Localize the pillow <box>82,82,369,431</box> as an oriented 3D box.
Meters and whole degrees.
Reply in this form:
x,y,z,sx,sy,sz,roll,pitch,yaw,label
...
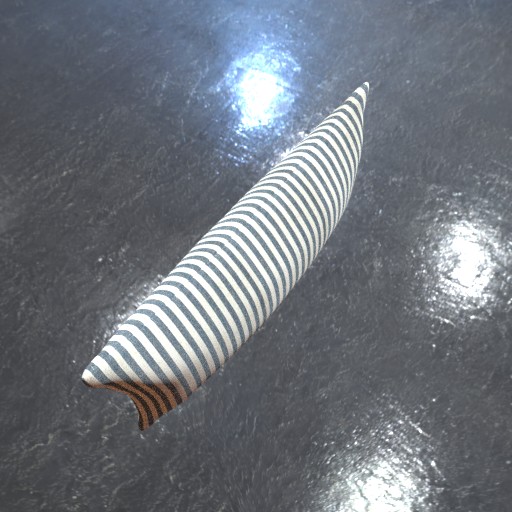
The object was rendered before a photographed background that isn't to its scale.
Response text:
x,y,z,sx,sy,sz,roll,pitch,yaw,label
0.000,0.000,0.724,0.151,0.295,0.617,33,64,19,pillow
